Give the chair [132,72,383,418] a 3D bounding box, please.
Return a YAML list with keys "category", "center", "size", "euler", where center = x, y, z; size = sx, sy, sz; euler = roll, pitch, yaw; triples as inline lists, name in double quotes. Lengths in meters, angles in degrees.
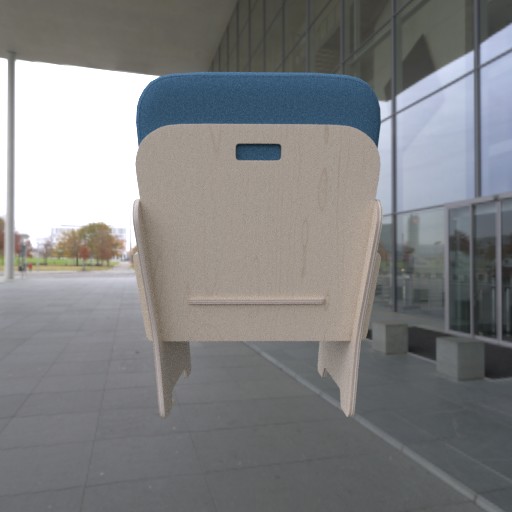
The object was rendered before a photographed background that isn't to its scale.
- category: "chair"
  center: [0.000, 0.000, 1.199]
  size: [0.547, 0.747, 0.657]
  euler: [0, -1, -1]
